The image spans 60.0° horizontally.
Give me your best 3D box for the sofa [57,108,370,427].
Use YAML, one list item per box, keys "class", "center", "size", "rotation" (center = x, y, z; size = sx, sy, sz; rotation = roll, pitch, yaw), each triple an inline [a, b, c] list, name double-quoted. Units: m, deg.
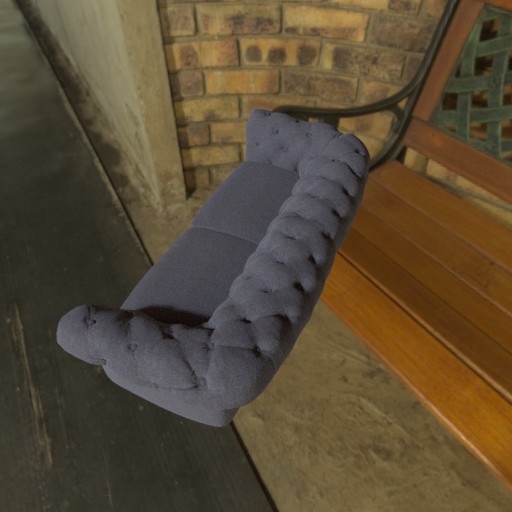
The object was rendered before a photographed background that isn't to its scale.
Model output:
- class: "sofa"
  center: [0.000, 0.000, 2.858]
  size: [1.046, 0.836, 2.335]
  rotation: [18, 49, 16]
